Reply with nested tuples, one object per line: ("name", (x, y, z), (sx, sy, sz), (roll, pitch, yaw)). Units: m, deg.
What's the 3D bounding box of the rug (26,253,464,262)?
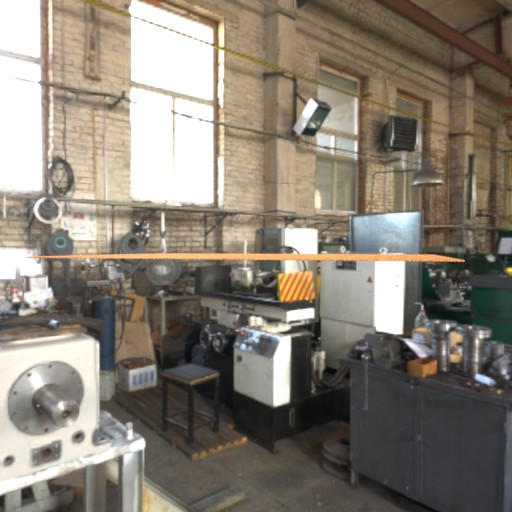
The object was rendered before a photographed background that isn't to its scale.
("rug", (0.000, 0.000, 2.213), (1.747, 0.006, 1.143), (0, 1, 18))
